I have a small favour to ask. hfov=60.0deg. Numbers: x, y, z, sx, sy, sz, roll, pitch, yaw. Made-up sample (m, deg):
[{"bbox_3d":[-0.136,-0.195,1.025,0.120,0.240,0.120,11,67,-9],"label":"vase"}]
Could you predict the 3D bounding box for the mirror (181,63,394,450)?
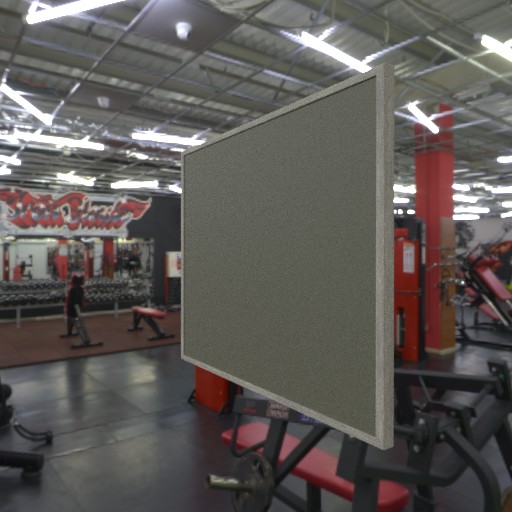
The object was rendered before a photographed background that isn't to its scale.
[{"bbox_3d":[0.000,0.000,1.136,0.028,0.689,0.839,0,0,-35],"label":"mirror"}]
